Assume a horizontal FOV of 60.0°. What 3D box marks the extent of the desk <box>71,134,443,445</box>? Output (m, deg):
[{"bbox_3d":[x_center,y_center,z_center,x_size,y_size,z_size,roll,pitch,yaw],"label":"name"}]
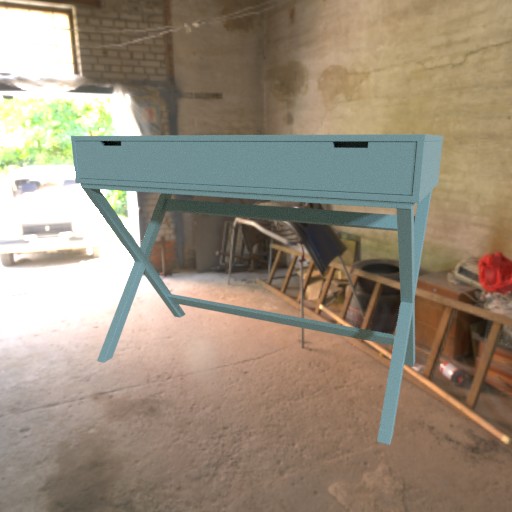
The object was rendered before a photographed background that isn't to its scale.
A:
[{"bbox_3d":[0.000,0.000,1.492,1.059,0.780,0.509,7,16,26],"label":"desk"}]
